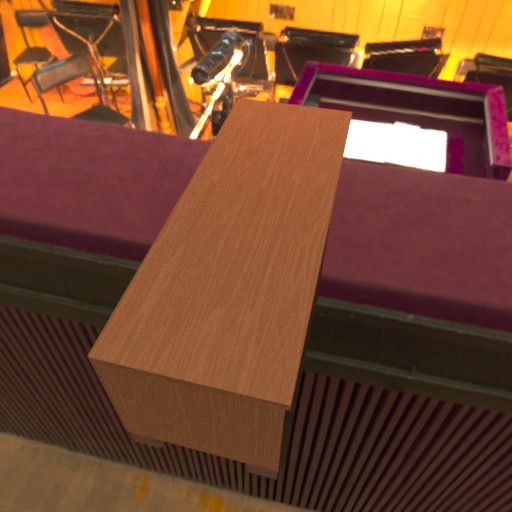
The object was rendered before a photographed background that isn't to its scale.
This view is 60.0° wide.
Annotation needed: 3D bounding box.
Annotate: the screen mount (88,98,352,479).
[{"bbox_3d":[0.000,0.000,1.347,0.406,0.432,1.084,10,47,10],"label":"screen mount"}]
